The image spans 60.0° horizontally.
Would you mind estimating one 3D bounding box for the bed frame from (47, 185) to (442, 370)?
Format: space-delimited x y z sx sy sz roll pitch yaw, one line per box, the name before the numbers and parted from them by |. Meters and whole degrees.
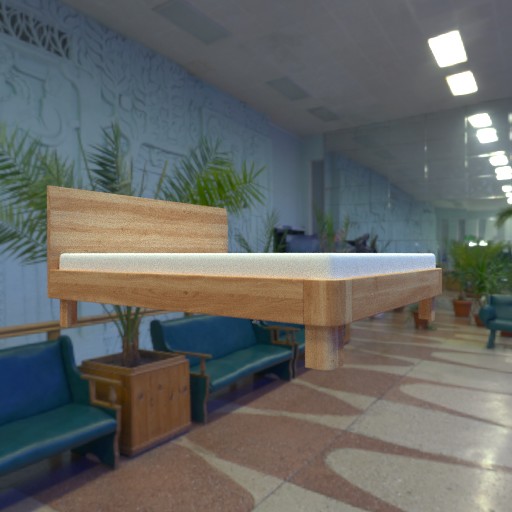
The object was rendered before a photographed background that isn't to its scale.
bed frame | 0.000 0.000 3.118 2.092 0.940 1.872 0 0 35
